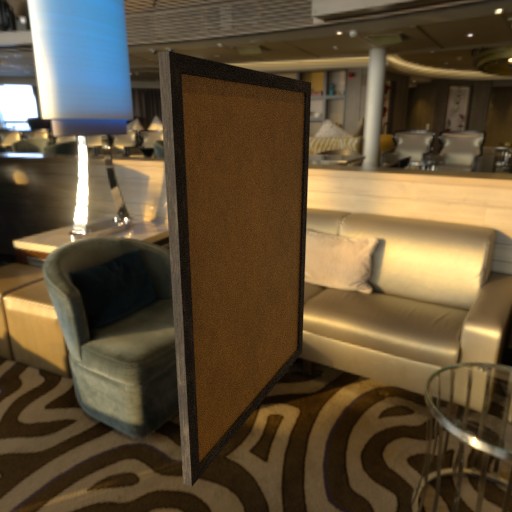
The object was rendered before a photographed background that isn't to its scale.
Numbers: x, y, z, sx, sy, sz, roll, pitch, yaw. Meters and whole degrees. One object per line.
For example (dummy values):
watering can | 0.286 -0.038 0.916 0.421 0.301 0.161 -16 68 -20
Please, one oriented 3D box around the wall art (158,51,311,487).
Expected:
wall art | 0.000 0.000 1.381 0.029 1.066 0.812 8 19 26
